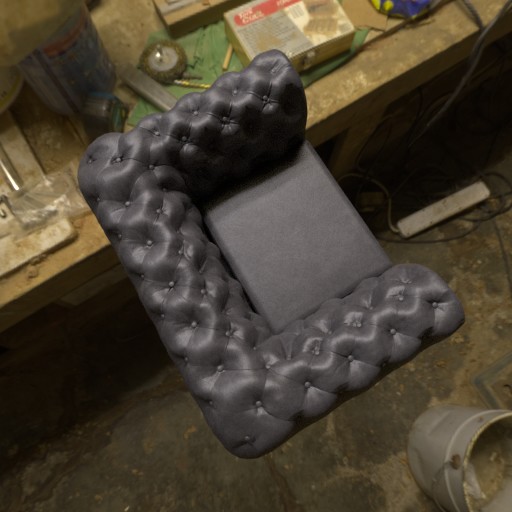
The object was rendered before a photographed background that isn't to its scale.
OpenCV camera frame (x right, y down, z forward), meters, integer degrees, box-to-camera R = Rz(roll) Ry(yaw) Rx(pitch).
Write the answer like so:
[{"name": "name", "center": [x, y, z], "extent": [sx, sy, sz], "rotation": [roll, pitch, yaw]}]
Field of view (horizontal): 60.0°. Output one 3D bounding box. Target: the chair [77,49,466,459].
[{"name": "chair", "center": [0.000, 0.000, 1.873], "extent": [0.943, 0.780, 1.298], "rotation": [-30, 79, -7]}]
